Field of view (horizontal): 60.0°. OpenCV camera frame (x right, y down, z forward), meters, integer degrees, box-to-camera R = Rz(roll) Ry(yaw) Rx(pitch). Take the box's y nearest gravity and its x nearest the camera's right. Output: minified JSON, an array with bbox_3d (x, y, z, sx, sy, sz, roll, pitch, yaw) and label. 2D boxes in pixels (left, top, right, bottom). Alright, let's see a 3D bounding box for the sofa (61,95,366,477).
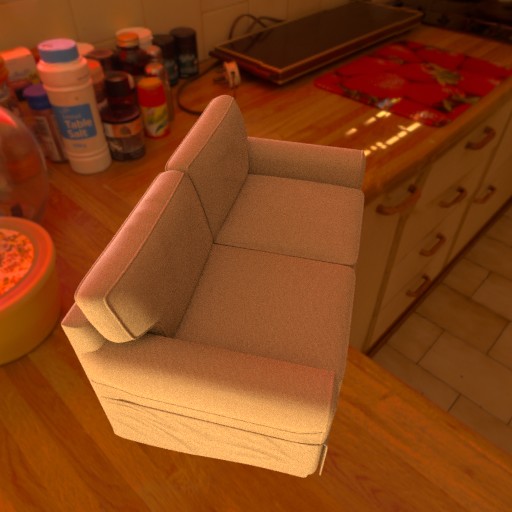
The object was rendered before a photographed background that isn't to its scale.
[{"bbox_3d":[0.000,0.000,2.220,0.991,0.940,1.727,10,45,10],"label":"sofa"}]
